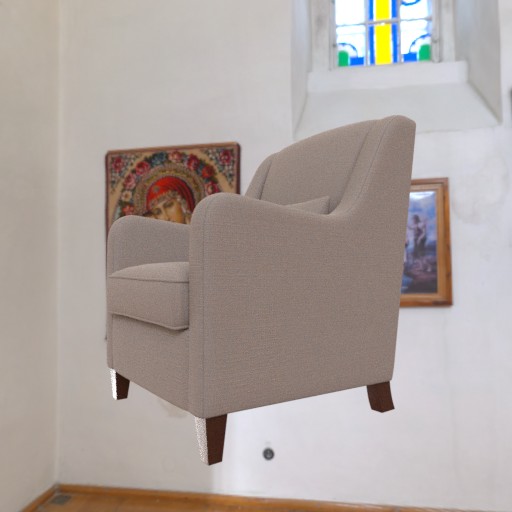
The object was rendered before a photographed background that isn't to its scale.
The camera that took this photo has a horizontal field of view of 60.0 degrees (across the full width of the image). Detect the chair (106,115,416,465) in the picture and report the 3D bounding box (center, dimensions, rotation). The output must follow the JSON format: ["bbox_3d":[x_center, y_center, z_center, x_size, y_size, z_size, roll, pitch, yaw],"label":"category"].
[{"bbox_3d":[0.000,0.000,1.562,0.896,1.017,0.715,1,-1,-36],"label":"chair"}]
